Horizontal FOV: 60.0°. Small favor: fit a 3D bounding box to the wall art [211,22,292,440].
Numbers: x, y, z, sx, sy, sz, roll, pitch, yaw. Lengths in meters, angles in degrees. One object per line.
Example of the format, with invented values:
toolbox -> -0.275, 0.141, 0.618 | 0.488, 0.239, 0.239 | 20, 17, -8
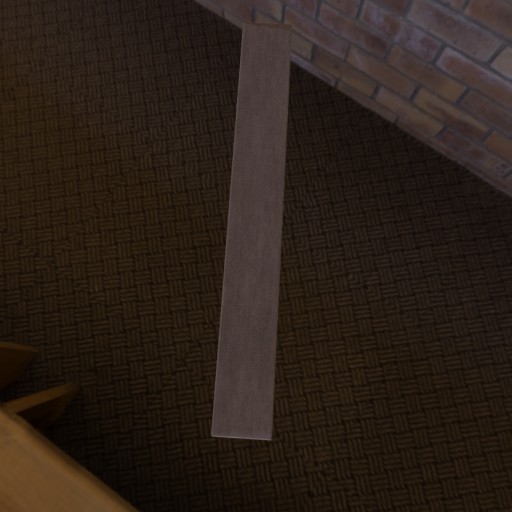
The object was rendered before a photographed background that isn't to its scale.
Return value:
wall art -> 0.000, 0.000, 0.457 | 0.038, 0.302, 0.303 | 3, 77, 1
